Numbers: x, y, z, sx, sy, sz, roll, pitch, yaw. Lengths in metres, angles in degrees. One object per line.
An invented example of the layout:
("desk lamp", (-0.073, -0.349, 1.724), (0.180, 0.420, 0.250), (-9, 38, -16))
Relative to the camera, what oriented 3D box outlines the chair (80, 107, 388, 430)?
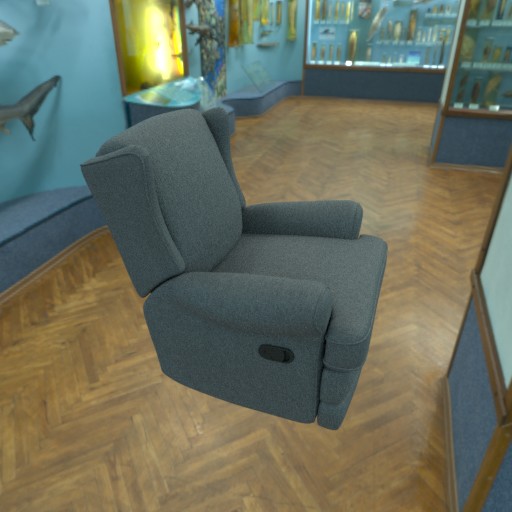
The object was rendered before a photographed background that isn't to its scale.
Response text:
("chair", (0.000, 0.000, 1.741), (0.969, 1.011, 0.847), (10, 31, 17))
